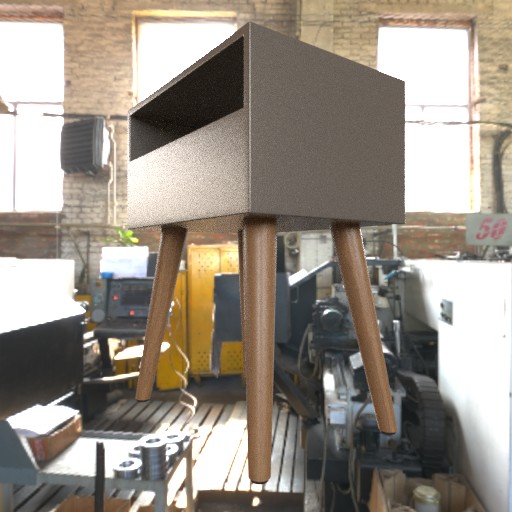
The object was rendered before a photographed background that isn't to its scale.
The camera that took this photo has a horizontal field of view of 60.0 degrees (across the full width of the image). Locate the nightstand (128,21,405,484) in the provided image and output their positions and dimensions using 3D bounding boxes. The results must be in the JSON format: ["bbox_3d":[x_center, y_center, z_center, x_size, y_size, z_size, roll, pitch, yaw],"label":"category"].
[{"bbox_3d":[0.000,0.000,0.712,0.288,0.508,0.370,0,0,-36],"label":"nightstand"}]
